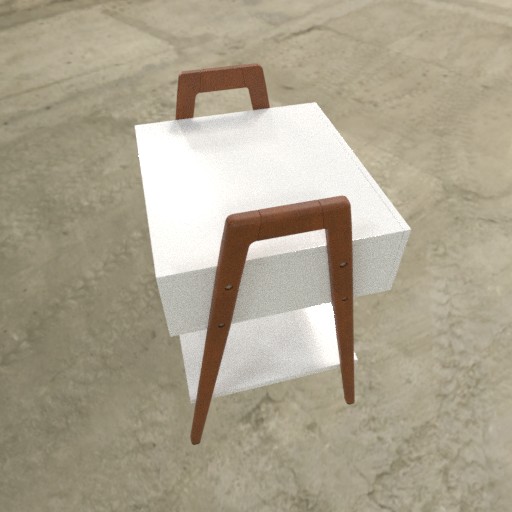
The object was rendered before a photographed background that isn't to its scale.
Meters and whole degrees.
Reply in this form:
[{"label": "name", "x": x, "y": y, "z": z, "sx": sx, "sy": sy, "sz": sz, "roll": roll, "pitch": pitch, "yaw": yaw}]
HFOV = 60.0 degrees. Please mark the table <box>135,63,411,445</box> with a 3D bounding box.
[{"label": "table", "x": 0.000, "y": 0.000, "z": 0.924, "sx": 0.405, "sy": 0.610, "sz": 0.457, "roll": -11, "pitch": 47, "yaw": -10}]
